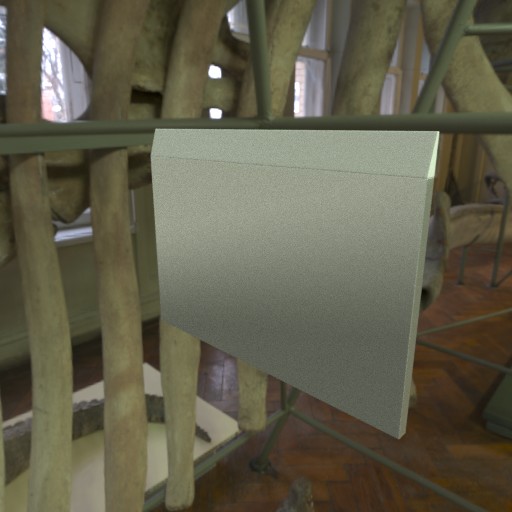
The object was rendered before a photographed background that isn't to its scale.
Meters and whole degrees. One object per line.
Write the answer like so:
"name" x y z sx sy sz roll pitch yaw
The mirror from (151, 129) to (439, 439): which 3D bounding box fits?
"mirror" 0.000 0.000 1.151 0.870 0.630 0.030 15 22 42
